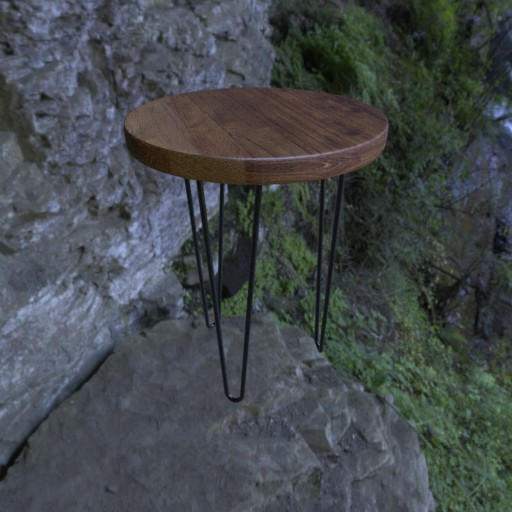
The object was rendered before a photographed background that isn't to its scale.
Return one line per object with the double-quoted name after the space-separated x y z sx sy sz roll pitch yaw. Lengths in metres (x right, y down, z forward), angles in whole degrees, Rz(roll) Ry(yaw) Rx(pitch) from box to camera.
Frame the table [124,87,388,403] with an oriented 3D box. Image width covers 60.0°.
0.000 0.000 0.825 0.400 0.520 0.400 0 32 0 "table"
